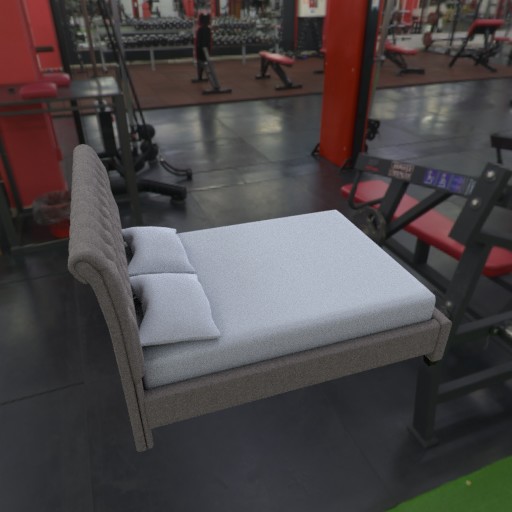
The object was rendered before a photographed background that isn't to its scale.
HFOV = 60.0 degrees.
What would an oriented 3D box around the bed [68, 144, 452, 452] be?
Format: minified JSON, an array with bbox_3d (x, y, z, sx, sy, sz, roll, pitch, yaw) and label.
[{"bbox_3d":[0.000,0.000,3.191,2.252,1.371,1.645,-10,33,-16],"label":"bed"}]
